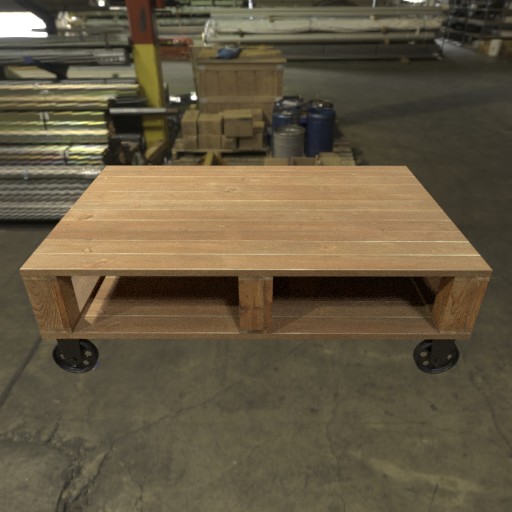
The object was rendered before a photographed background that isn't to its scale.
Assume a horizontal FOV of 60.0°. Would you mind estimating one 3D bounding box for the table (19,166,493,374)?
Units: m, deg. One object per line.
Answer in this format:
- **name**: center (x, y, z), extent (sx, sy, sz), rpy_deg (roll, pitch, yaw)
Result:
- **table**: center (0.000, 0.000, 1.676), extent (1.299, 0.413, 0.827), rpy_deg (0, 31, 0)
